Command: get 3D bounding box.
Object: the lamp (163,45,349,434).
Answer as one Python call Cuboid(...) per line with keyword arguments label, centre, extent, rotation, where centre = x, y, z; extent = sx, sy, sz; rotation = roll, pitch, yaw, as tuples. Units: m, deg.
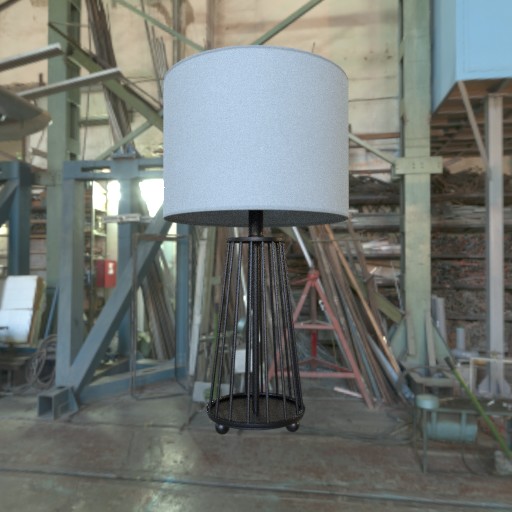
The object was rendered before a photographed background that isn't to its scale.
Cuboid(label="lamp", centre=(0.000, 0.000, 0.783), extent=(0.322, 0.593, 0.322), rotation=(1, -1, -37))
